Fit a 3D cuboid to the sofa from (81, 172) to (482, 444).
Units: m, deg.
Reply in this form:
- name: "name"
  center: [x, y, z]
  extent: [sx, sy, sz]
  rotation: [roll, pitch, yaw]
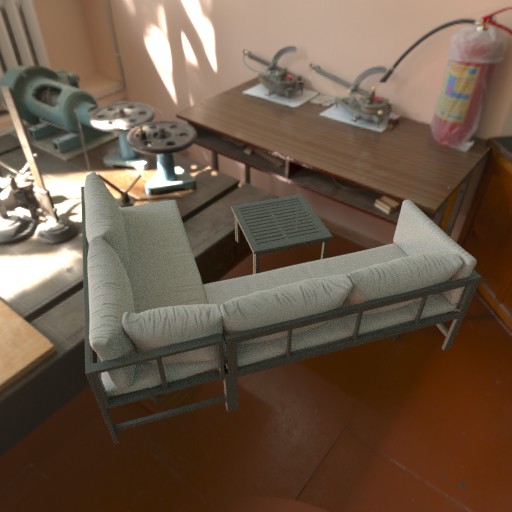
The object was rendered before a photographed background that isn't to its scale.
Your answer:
- name: "sofa"
  center: [0.000, 0.000, 2.960]
  extent: [2.096, 0.758, 1.658]
  rotation: [-11, 41, -13]
